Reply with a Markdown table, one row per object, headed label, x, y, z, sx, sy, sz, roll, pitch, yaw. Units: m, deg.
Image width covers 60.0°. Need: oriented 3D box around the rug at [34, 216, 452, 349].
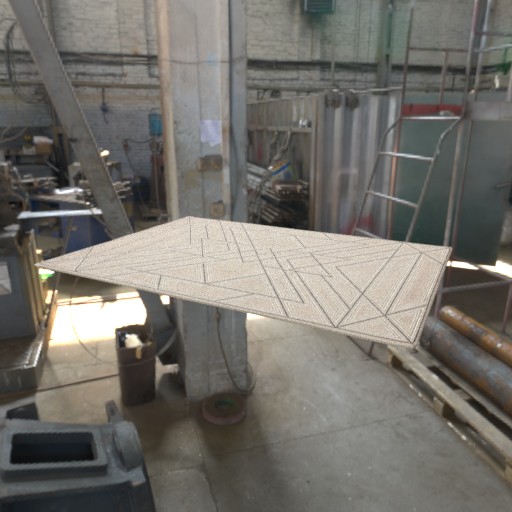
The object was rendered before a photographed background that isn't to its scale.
| label | x | y | z | sx | sy | sz | roll | pitch | yaw |
| --- | --- | --- | --- | --- | --- | --- | --- | --- | --- |
| rug | 0.000 | 0.000 | 4.364 | 3.381 | 0.026 | 2.436 | 9 | 19 | 26 |
